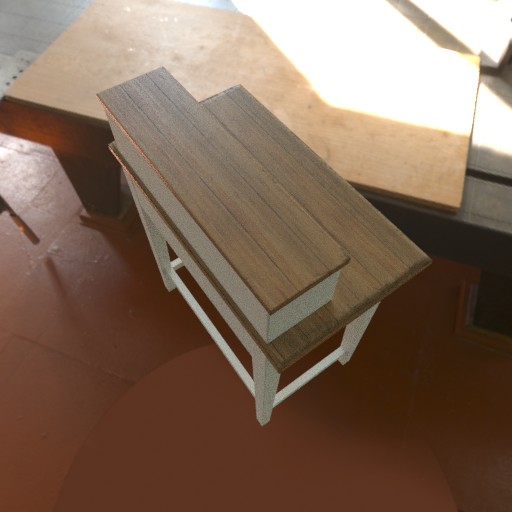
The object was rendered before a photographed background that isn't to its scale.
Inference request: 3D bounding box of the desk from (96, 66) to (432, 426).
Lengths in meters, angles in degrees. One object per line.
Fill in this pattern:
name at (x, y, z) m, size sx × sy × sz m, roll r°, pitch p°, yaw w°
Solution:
desk at (0.000, 0.000, 1.414) m, size 0.462 × 0.981 × 0.814 m, roll -31°, pitch 63°, yaw -18°
